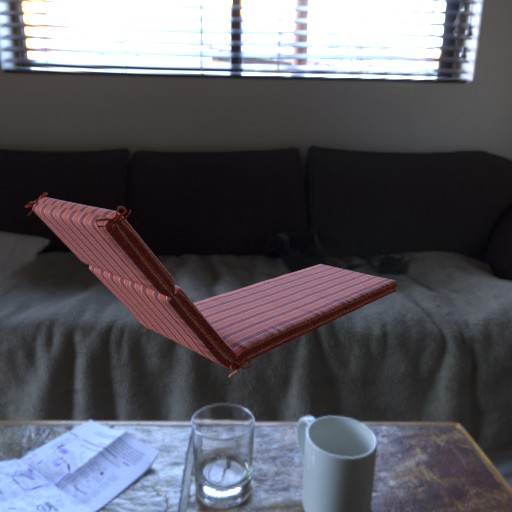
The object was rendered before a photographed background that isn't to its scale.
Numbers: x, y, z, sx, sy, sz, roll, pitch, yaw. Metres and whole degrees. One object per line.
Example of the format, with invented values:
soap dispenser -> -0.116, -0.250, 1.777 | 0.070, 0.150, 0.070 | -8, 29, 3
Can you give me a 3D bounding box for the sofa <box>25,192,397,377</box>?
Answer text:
sofa -> 0.000, 0.000, 1.922 | 0.582, 0.622, 1.663 | 13, 19, 43
